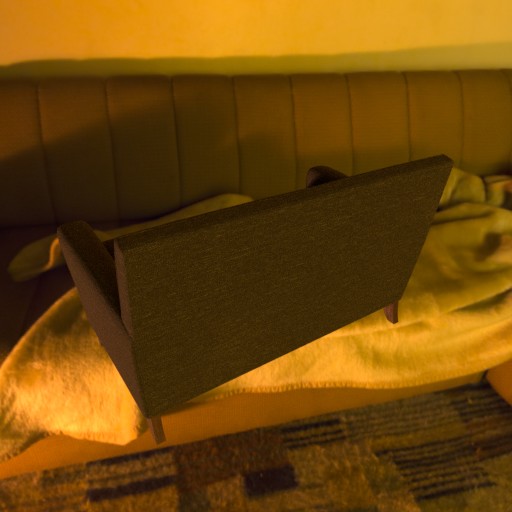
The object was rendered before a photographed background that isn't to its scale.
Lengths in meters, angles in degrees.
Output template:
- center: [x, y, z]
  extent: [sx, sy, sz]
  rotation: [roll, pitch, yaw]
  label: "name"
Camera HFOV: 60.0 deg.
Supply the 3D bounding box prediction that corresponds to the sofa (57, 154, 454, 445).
- center: [0.000, 0.000, 2.033]
  extent: [1.509, 0.905, 0.867]
  rotation: [-18, 34, -29]
  label: "sofa"
